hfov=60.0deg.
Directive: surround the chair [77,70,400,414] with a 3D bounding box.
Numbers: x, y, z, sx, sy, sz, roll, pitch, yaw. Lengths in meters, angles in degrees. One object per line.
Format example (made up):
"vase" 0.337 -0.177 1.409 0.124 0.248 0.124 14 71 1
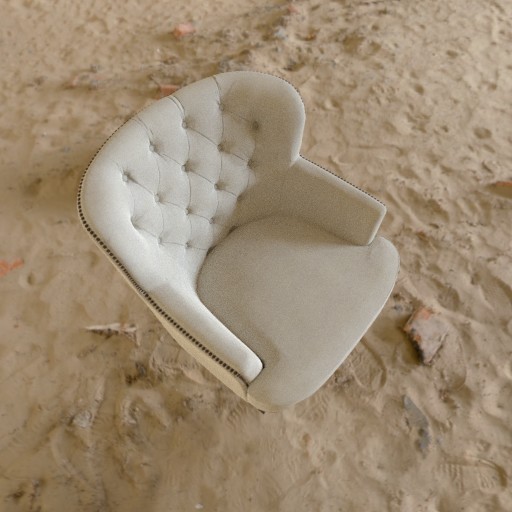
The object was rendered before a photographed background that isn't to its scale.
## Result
"chair" 0.000 0.000 1.584 0.906 0.868 0.848 35 64 20
